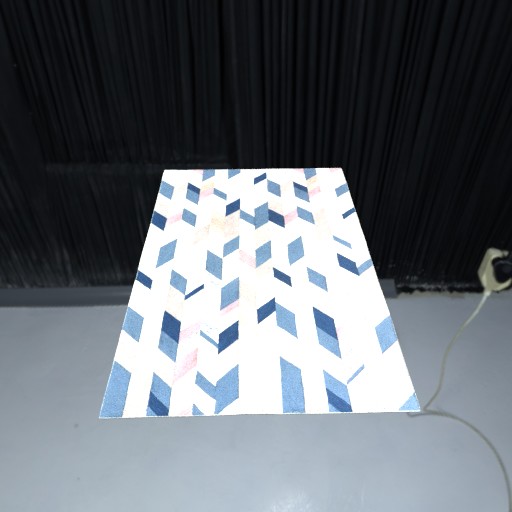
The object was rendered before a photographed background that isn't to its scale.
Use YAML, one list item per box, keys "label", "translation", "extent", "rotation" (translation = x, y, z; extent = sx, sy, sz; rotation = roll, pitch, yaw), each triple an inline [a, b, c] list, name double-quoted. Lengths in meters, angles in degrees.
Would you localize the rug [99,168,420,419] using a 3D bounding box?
- label: "rug"
  translation: [0.000, 0.000, 2.322]
  extent: [1.202, 0.006, 1.813]
  rotation: [-1, 41, -1]
